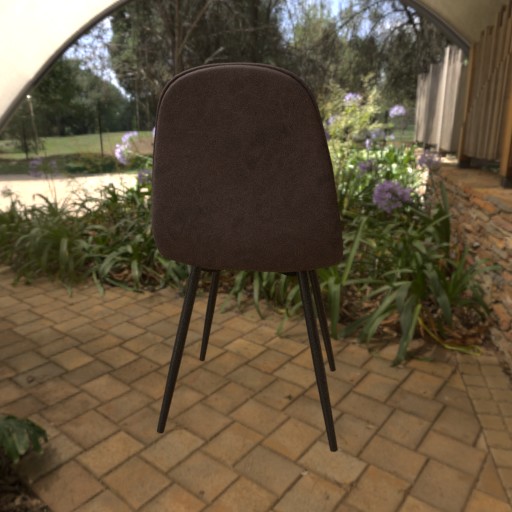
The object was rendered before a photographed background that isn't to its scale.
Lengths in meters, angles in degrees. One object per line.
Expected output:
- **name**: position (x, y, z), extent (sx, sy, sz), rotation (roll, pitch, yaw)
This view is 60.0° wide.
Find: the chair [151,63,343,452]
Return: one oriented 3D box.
- **chair**: position (0.000, 0.000, 1.202), extent (0.472, 0.889, 0.561), rotation (2, 15, 9)
